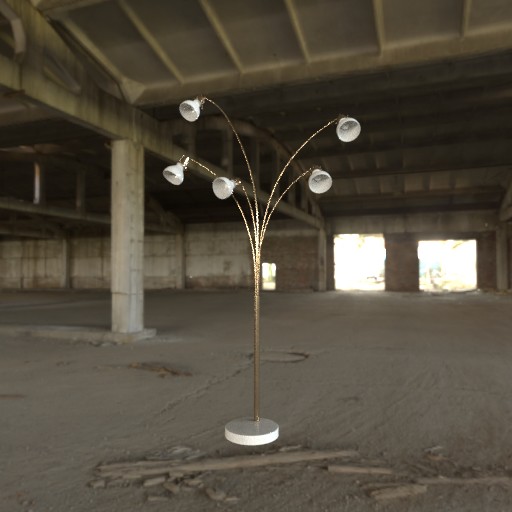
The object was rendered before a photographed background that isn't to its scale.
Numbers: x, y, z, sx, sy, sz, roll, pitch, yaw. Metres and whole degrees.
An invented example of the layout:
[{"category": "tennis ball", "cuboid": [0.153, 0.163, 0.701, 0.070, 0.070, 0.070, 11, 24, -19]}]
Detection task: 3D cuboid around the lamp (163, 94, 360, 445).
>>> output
[{"category": "lamp", "cuboid": [0.000, 0.000, 3.028, 1.405, 2.423, 0.361, -1, -2, 19]}]
